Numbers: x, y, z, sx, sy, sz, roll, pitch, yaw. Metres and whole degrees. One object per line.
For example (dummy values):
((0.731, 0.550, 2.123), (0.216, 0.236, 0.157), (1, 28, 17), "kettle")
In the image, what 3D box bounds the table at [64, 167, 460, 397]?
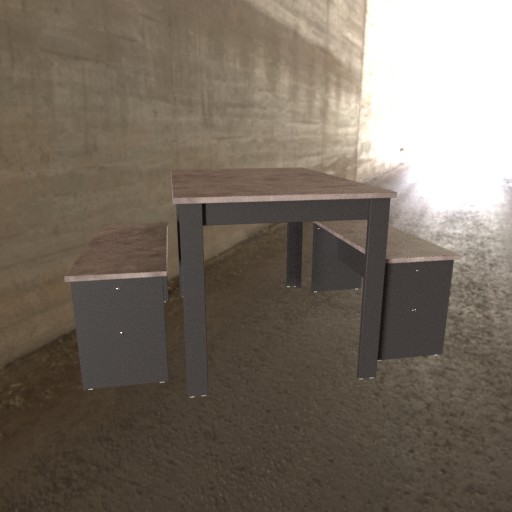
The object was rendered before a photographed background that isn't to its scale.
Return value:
((0.000, 0.000, 2.012), (1.443, 0.700, 1.100), (-3, 16, -10), "table")
